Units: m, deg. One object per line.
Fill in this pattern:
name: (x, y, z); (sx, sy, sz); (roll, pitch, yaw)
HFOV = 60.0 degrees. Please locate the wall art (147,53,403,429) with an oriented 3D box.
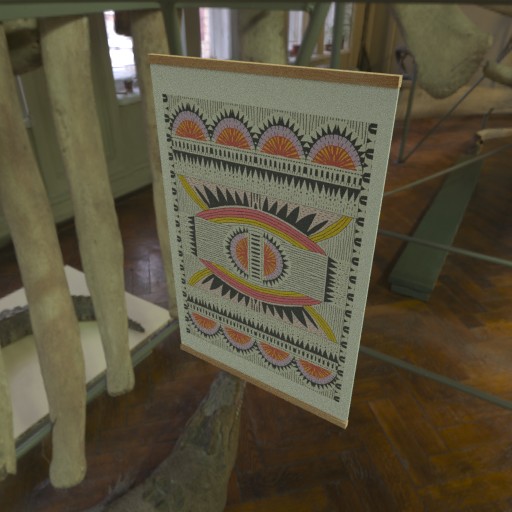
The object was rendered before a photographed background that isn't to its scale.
wall art: (0.000, 0.000, 1.907); (0.999, 1.533, 0.028); (18, 35, 28)
